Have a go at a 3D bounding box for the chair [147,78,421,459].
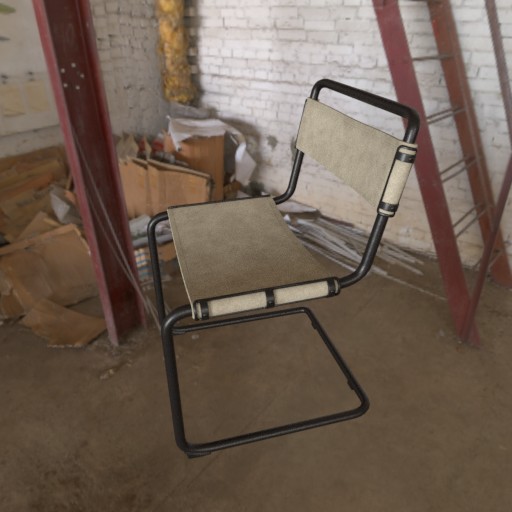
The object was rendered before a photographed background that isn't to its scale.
[{"bbox_3d":[0.000,0.000,1.080,0.497,0.747,0.499,-8,30,-13],"label":"chair"}]
